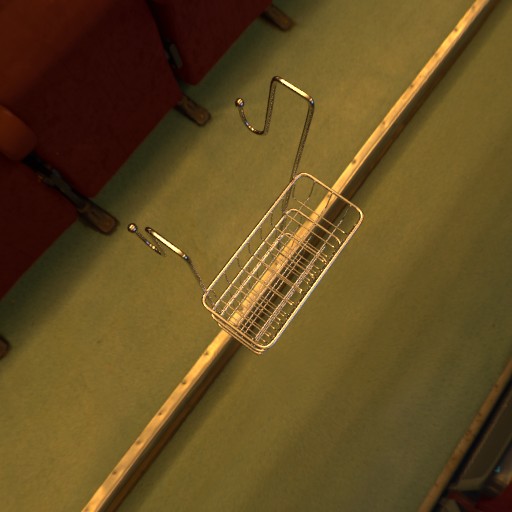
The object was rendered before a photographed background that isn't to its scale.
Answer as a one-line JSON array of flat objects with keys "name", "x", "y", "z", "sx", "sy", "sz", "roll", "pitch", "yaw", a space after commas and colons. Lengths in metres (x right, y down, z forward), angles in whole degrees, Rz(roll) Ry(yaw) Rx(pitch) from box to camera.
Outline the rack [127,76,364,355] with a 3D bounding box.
[{"name": "rack", "x": 0.000, "y": 0.000, "z": 0.679, "sx": 0.202, "sy": 0.574, "sz": 0.228, "roll": 36, "pitch": 78, "yaw": 9}]
